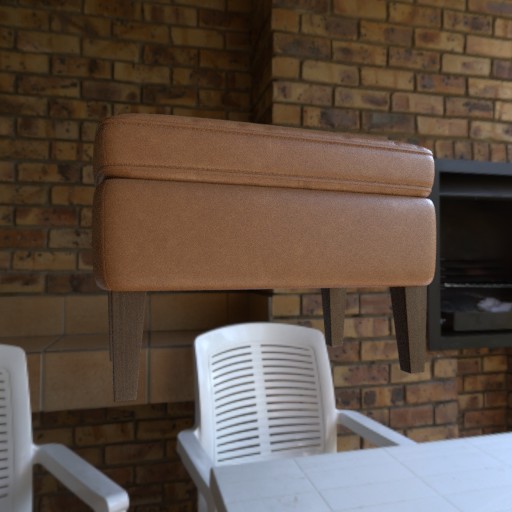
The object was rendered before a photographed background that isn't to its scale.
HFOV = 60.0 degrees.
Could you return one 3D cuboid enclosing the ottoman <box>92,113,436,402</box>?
[{"bbox_3d":[0.000,0.000,0.964,0.670,0.480,0.420,1,-2,-19],"label":"ottoman"}]
